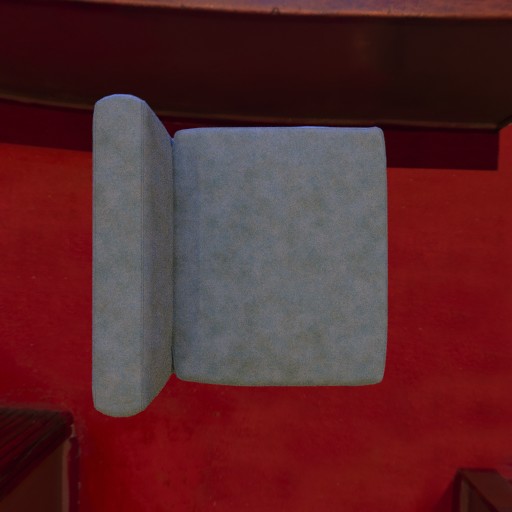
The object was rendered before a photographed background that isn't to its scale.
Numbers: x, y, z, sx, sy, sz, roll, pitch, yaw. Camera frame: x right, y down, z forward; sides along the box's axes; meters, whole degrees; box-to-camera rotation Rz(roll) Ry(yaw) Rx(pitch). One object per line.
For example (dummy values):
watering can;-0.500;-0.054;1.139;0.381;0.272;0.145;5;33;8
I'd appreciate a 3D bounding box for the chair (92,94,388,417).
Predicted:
chair;0.000;0.000;1.218;0.685;0.660;0.684;0;90;0
